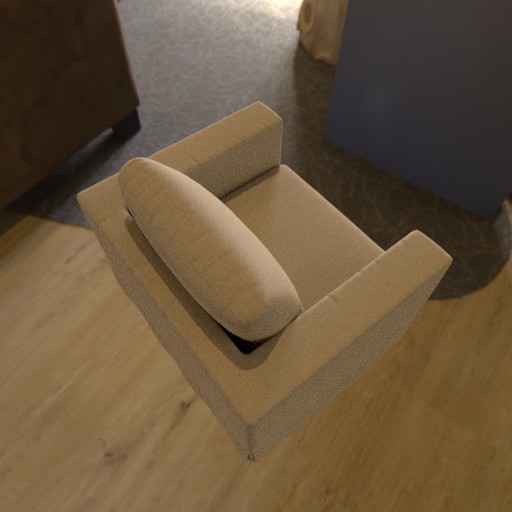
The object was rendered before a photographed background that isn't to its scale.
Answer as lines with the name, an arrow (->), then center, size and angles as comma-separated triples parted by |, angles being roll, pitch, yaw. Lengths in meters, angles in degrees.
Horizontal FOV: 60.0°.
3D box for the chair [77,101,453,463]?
chair -> 0.000, 0.000, 1.822 | 0.957, 0.878, 1.150 | -34, 63, -20
